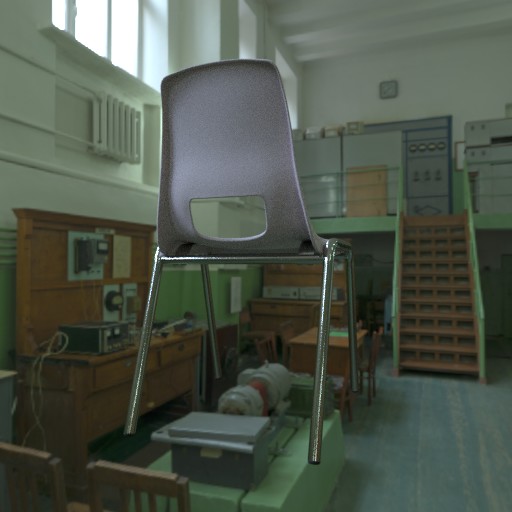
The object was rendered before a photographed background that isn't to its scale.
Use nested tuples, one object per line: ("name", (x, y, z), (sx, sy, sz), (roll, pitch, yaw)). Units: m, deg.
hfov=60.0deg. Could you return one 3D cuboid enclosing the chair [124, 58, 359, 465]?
("chair", (0.000, 0.000, 0.940), (0.381, 0.653, 0.436), (0, -1, 19))
